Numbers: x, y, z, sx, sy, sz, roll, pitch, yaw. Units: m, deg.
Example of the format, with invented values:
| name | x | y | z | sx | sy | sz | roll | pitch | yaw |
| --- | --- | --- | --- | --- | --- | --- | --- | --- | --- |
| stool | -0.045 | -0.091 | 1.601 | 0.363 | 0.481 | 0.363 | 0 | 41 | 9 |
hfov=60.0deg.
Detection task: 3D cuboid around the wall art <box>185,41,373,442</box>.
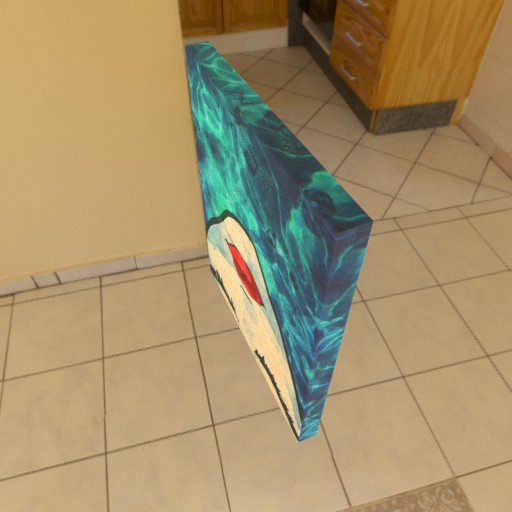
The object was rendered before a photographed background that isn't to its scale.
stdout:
| name | x | y | z | sx | sy | sz | roll | pitch | yaw |
| --- | --- | --- | --- | --- | --- | --- | --- | --- | --- |
| wall art | 0.000 | 0.000 | 0.714 | 0.038 | 0.508 | 0.432 | -18 | 50 | -16 |
